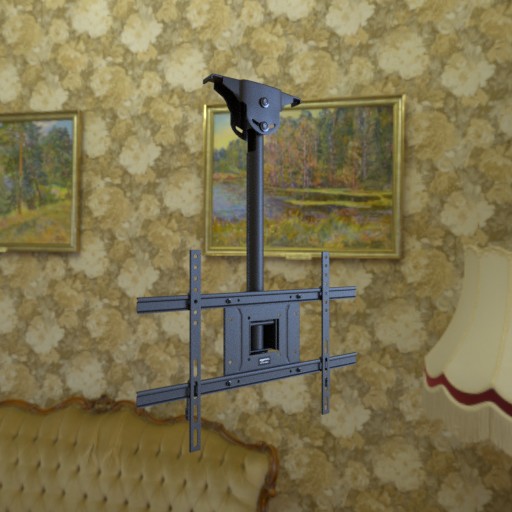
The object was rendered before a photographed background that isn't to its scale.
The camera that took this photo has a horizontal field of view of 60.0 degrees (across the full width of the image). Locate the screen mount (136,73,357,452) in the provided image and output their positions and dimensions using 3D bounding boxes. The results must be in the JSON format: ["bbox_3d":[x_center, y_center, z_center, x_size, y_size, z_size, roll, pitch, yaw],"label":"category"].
[{"bbox_3d":[0.000,0.000,1.023,0.595,0.775,0.090,0,-1,-36],"label":"screen mount"}]
